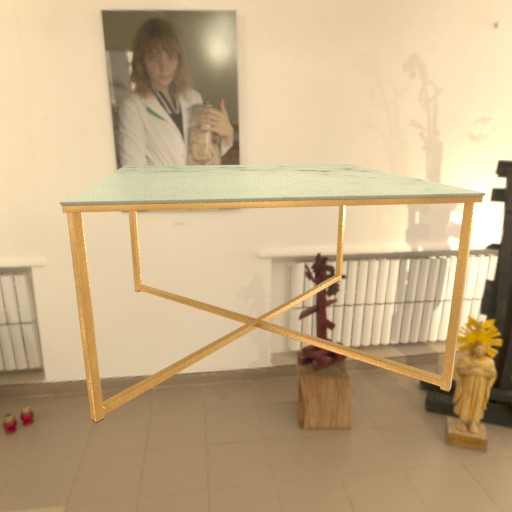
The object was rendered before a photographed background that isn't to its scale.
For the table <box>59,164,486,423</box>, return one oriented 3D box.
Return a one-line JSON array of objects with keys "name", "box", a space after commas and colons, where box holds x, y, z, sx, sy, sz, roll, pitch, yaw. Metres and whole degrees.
[{"name": "table", "box": [0.000, 0.000, 1.259, 0.800, 0.450, 0.800, -2, 16, -8]}]
